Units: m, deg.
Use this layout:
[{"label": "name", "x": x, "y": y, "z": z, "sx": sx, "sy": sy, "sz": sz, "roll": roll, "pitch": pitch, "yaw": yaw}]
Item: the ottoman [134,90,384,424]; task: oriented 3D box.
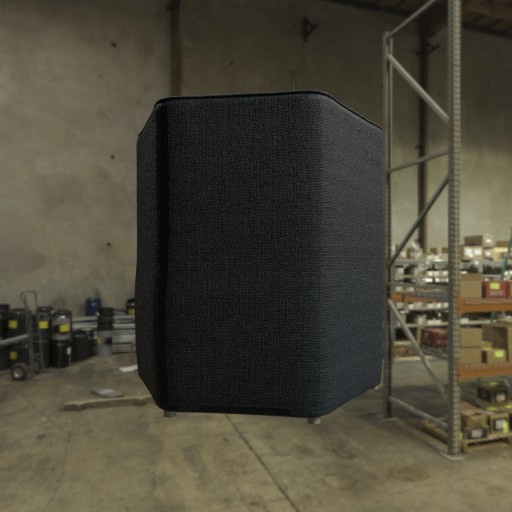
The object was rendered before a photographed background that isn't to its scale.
[{"label": "ottoman", "x": 0.000, "y": 0.000, "z": 0.877, "sx": 0.454, "sy": 0.505, "sz": 0.492, "roll": 0, "pitch": -1, "yaw": -19}]
